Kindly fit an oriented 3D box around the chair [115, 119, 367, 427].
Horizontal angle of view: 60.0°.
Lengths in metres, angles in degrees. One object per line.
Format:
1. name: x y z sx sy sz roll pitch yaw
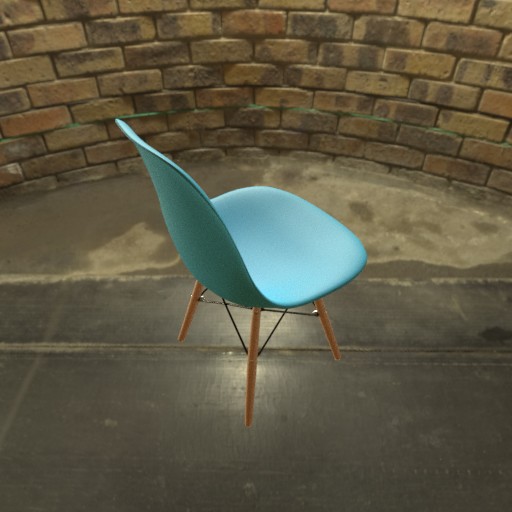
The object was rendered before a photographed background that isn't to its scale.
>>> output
1. chair: 0.000 0.000 1.141 0.531 0.826 0.470 -27 49 -27
